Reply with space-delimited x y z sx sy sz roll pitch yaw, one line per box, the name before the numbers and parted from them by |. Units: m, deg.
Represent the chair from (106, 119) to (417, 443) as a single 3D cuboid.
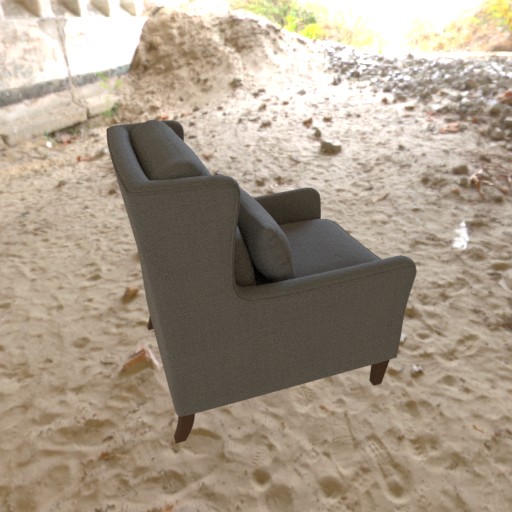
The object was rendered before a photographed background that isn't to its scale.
chair | 0.000 0.000 1.874 1.040 1.056 0.866 -10 30 -17
